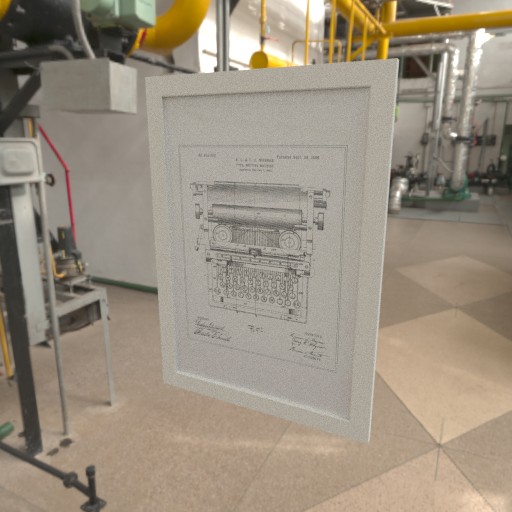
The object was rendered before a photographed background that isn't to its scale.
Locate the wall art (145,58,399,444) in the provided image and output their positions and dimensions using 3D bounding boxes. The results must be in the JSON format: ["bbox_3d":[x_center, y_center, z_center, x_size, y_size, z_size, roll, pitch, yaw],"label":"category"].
[{"bbox_3d":[0.000,0.000,0.681,0.381,0.533,0.013,7,17,26],"label":"wall art"}]
